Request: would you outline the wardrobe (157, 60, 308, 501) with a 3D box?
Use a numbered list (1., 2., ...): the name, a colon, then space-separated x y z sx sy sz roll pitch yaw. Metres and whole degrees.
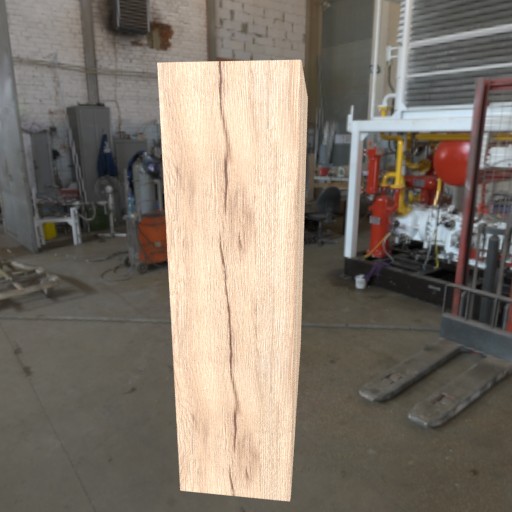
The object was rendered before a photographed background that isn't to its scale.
1. wardrobe: 0.000 0.000 2.873 0.580 2.070 1.810 2 15 7
